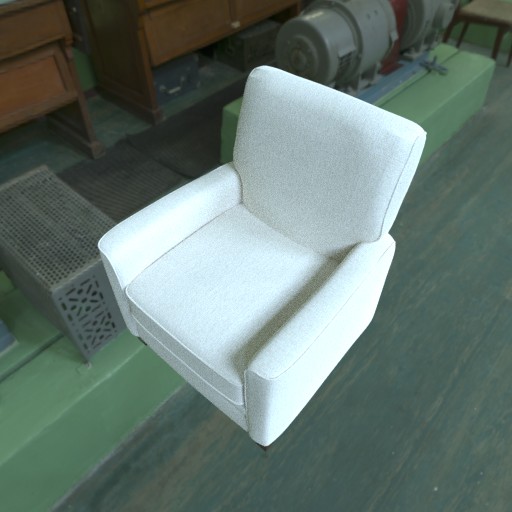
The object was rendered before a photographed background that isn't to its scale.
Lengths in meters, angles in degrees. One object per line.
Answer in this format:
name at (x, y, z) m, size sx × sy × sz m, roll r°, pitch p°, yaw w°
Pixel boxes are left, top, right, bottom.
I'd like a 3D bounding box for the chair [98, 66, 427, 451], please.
chair at (0.000, 0.000, 1.646) m, size 0.841 × 1.028 × 0.858 m, roll 32°, pitch 55°, yaw 26°
